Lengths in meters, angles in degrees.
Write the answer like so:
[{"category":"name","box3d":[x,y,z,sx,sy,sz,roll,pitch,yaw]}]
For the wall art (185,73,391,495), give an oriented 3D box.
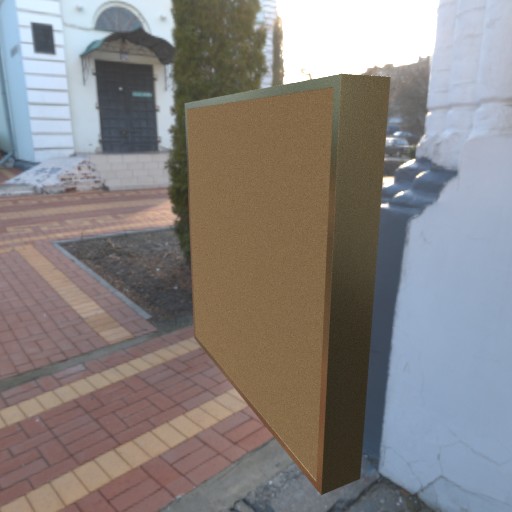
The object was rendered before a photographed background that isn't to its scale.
[{"category":"wall art","box3d":[0.000,0.000,0.442,0.038,0.304,0.304,-8,17,-25]}]
